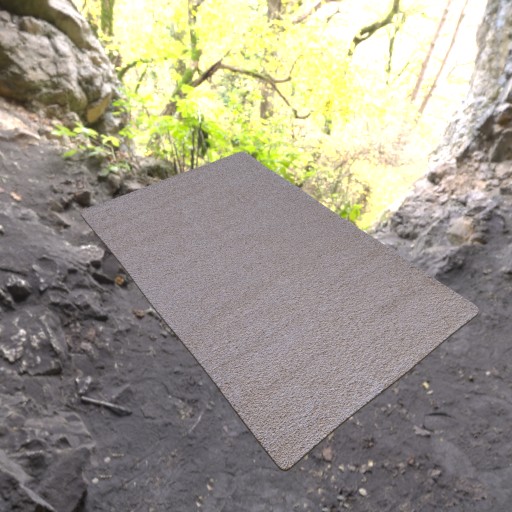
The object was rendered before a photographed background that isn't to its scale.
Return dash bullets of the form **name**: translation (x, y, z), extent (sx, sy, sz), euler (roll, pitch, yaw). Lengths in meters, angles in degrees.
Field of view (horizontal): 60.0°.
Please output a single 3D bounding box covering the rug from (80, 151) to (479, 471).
- **rug**: translation (0.000, 0.000, 2.917), extent (1.500, 0.026, 2.349), euler (-27, 49, -27)
